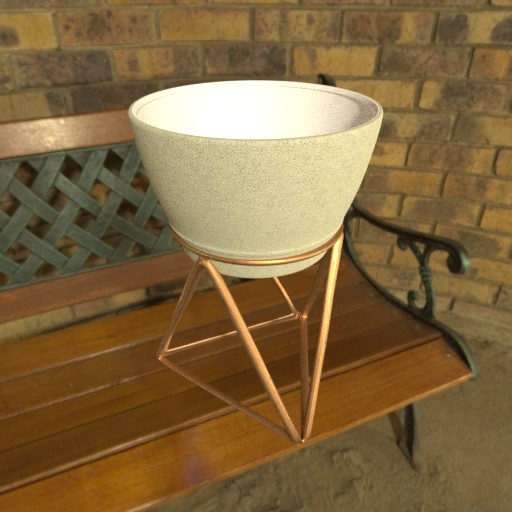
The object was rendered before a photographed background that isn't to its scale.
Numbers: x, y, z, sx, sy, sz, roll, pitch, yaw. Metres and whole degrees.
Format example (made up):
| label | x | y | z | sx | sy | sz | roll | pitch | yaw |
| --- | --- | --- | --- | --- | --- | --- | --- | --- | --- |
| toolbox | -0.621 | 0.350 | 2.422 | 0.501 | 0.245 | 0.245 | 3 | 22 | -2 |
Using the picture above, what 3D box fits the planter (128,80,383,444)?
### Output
| label | x | y | z | sx | sy | sz | roll | pitch | yaw |
| --- | --- | --- | --- | --- | --- | --- | --- | --- | --- |
| planter | 0.000 | 0.000 | 0.755 | 0.350 | 0.504 | 0.350 | 20 | 37 | 29 |
